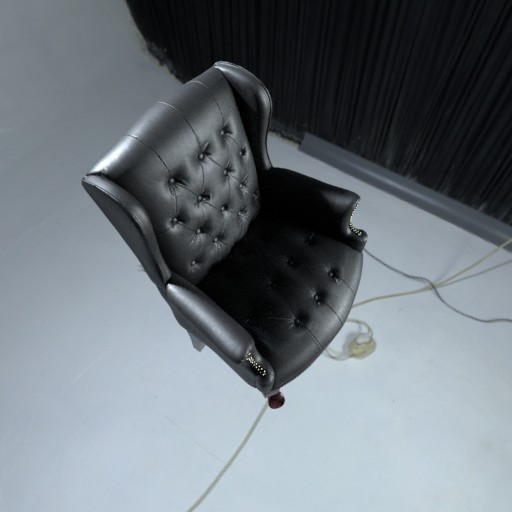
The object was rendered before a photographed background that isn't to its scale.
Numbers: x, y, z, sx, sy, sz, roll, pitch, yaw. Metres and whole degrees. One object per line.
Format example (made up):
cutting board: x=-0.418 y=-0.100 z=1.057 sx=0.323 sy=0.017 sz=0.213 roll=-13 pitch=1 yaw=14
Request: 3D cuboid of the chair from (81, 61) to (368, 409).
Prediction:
chair: x=0.000 y=0.000 z=1.731 sx=0.822 sy=1.133 sz=0.831 roll=30 pitch=63 yaw=18
